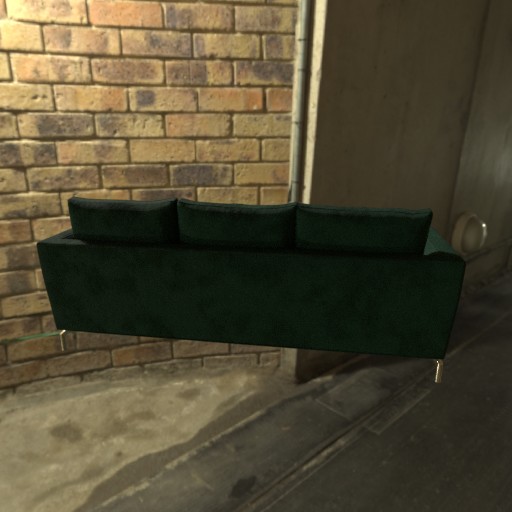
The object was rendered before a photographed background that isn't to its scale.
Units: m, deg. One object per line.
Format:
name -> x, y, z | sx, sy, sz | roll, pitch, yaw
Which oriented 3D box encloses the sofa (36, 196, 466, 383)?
sofa -> 0.000, 0.000, 3.222 | 2.441, 1.007, 1.489 | 3, 17, 9
